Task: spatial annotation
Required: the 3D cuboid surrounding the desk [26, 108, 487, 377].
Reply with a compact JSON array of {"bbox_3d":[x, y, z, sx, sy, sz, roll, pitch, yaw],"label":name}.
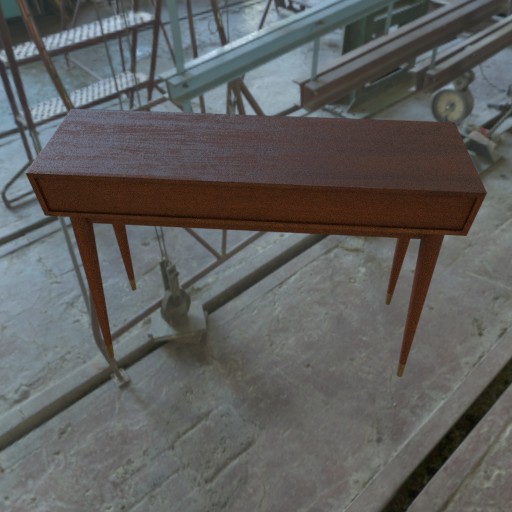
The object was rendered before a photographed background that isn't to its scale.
[{"bbox_3d":[0.000,0.000,1.600,1.204,0.917,0.384,3,47,3],"label":"desk"}]
